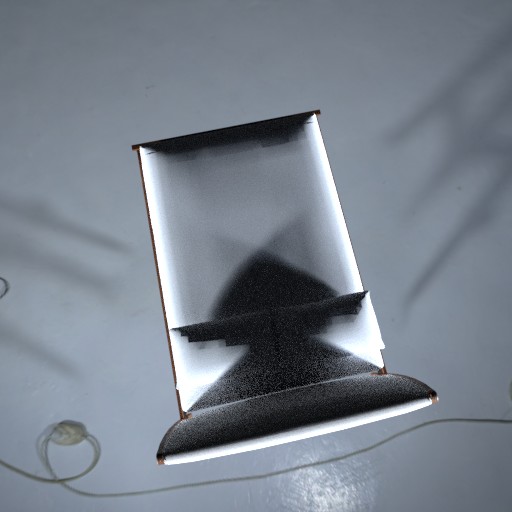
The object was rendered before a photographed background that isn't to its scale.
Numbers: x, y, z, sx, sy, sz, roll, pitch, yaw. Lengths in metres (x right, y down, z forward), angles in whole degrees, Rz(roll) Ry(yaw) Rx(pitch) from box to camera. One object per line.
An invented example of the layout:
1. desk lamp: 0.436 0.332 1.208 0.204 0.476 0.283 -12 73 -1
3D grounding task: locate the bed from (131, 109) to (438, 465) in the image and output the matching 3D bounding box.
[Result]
1. bed: 0.000 0.000 3.249 1.612 1.250 2.380 -12 76 -3
